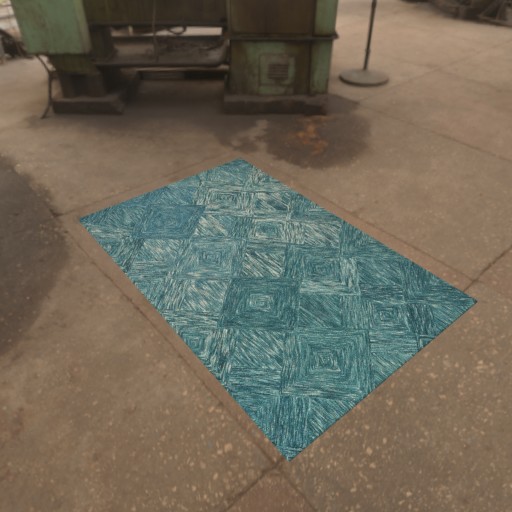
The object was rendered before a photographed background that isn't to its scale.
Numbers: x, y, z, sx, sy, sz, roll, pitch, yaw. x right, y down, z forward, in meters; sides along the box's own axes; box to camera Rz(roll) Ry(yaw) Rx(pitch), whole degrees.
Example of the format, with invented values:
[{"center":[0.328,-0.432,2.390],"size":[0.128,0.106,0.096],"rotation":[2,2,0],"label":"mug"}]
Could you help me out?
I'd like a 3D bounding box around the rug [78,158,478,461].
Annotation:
[{"center":[0.000,0.000,2.905],"size":[1.490,0.015,2.277],"rotation":[-28,47,-29],"label":"rug"}]
